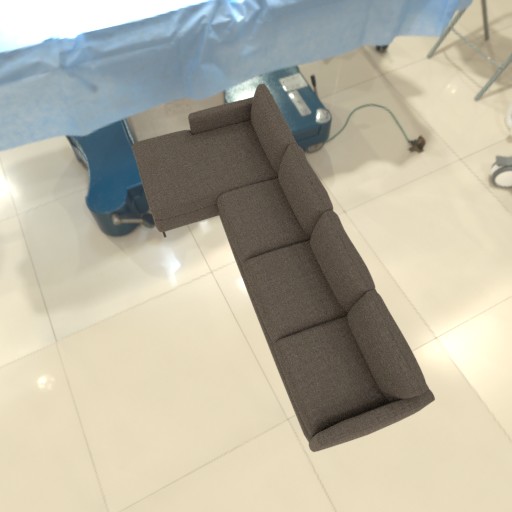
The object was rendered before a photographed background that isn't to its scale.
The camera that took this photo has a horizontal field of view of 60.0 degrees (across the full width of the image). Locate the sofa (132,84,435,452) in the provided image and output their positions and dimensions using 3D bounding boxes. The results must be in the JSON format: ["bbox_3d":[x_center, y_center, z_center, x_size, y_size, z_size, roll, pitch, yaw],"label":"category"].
[{"bbox_3d":[0.000,0.000,3.216,1.258,0.754,2.731,-18,63,-9],"label":"sofa"}]
